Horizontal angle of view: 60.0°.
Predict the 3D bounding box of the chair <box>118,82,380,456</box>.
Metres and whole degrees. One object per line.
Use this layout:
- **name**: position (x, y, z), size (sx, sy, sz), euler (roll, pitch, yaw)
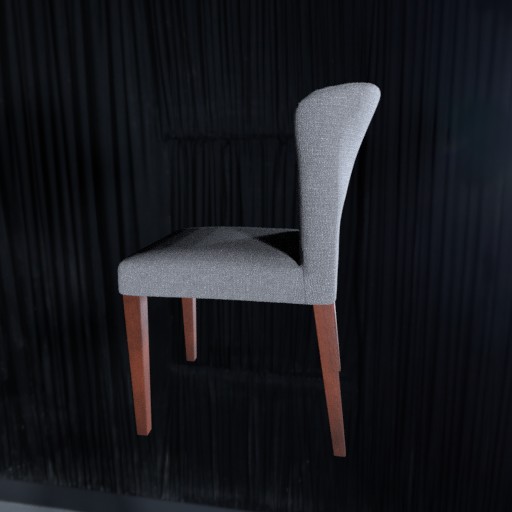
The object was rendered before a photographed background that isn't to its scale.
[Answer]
- **chair**: position (0.000, 0.000, 1.182), size (0.589, 0.839, 0.491), euler (2, 14, 9)
